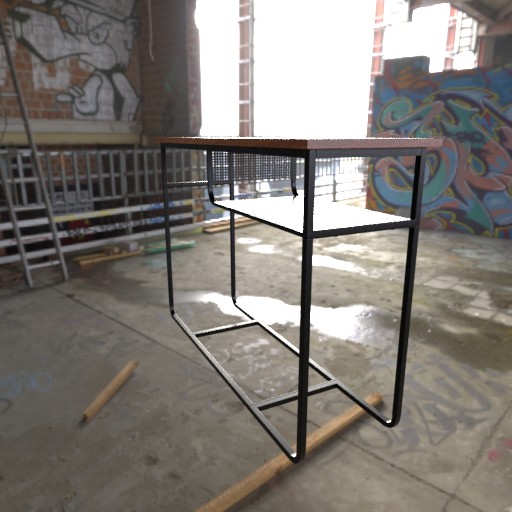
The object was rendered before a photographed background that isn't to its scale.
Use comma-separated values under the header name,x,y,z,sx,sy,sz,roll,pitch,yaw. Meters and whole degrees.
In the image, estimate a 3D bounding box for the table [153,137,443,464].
name,x,y,z,sx,sy,sz,roll,pitch,yaw
table,0.000,0.000,1.455,0.350,0.750,1.100,-8,17,-26
